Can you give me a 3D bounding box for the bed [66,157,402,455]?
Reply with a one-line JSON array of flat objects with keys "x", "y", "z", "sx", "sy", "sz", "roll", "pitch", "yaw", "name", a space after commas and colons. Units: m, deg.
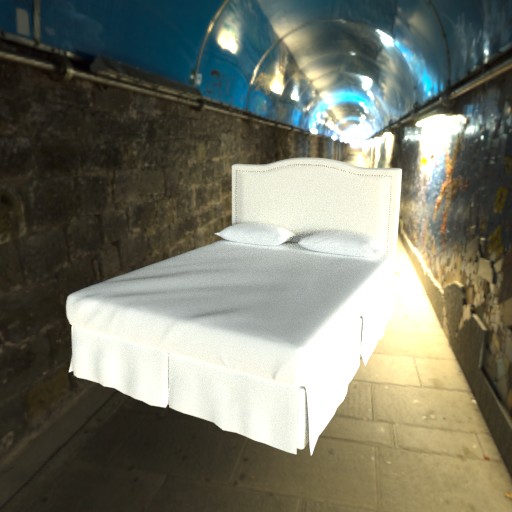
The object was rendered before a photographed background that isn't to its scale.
[{"x": 0.000, "y": 0.000, "z": 3.457, "sx": 1.821, "sy": 1.436, "sz": 2.282, "roll": 8, "pitch": 16, "yaw": 27, "name": "bed"}]
